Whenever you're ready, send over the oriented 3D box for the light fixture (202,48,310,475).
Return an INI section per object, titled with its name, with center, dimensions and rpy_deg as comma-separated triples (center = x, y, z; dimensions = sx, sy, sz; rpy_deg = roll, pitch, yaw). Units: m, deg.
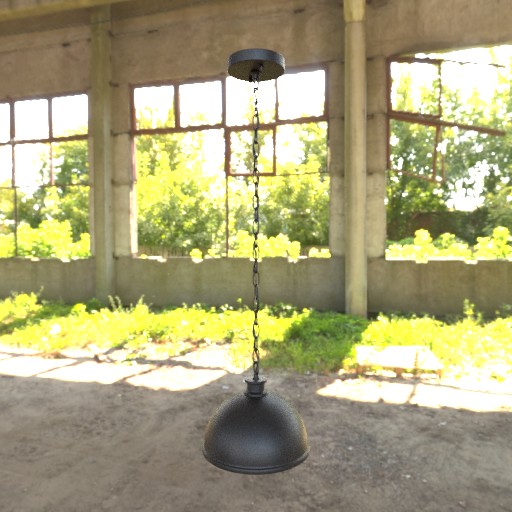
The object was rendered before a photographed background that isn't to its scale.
[light fixture]
center = 0.000, 0.000, 1.250
dimensions = 0.304, 1.090, 0.304
rpy_deg = 0, 1, -18
